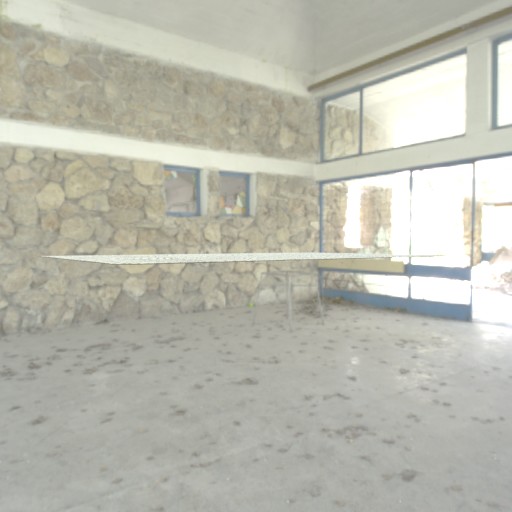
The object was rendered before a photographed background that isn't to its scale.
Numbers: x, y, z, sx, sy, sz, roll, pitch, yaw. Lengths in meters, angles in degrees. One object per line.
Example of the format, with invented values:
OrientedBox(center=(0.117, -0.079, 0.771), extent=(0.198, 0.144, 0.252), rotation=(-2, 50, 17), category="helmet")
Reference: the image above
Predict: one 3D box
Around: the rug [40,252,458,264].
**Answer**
OrientedBox(center=(0.000, 0.000, 3.040), extent=(2.439, 0.005, 1.524), rotation=(-1, 2, -36), category="rug")
